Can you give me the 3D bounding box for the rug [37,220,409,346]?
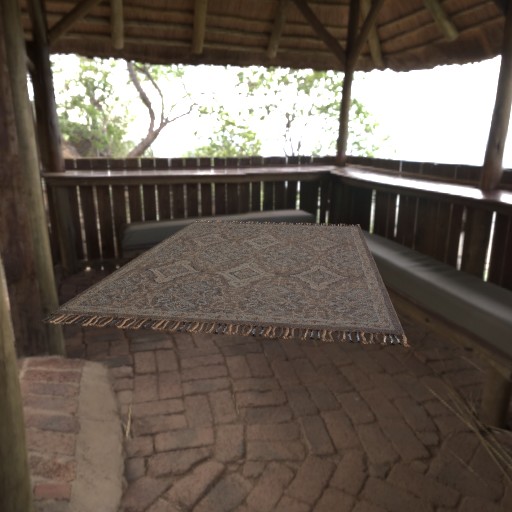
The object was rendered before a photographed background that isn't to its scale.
[{"bbox_3d":[0.000,0.000,2.922,1.516,0.010,2.434,2,15,8],"label":"rug"}]
